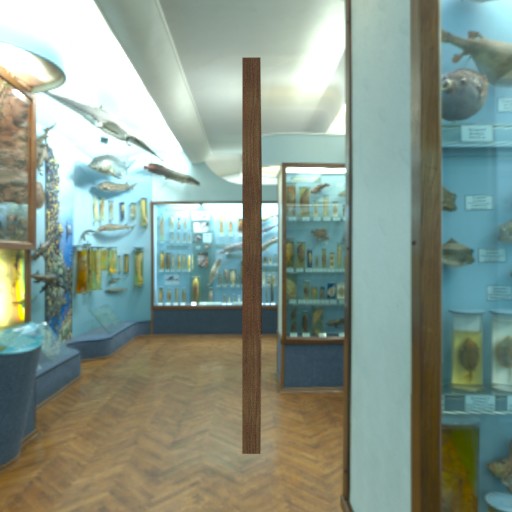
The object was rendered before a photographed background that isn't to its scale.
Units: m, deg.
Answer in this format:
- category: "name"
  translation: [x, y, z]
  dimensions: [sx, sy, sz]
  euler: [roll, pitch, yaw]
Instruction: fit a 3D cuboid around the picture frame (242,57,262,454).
- category: "picture frame"
  translation: [0.000, 0.000, 1.190]
  dimensions: [0.029, 0.640, 0.950]
  euler: [0, 0, 1]
